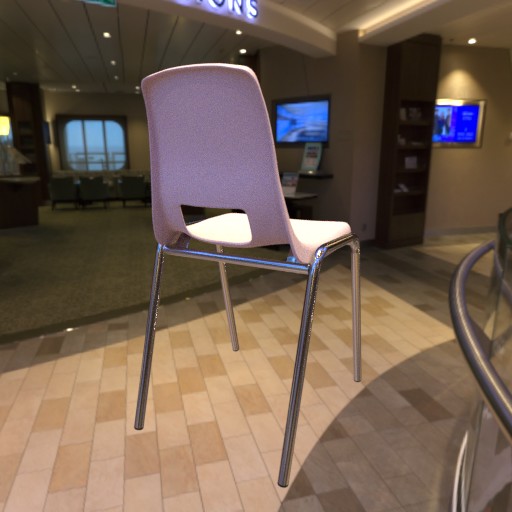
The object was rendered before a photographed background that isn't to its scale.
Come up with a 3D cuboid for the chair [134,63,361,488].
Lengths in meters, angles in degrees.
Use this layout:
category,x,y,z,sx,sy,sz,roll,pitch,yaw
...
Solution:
category,x,y,z,sx,sy,sz,roll,pitch,yaw
chair,0.000,0.000,0.950,0.381,0.704,0.436,8,16,28
